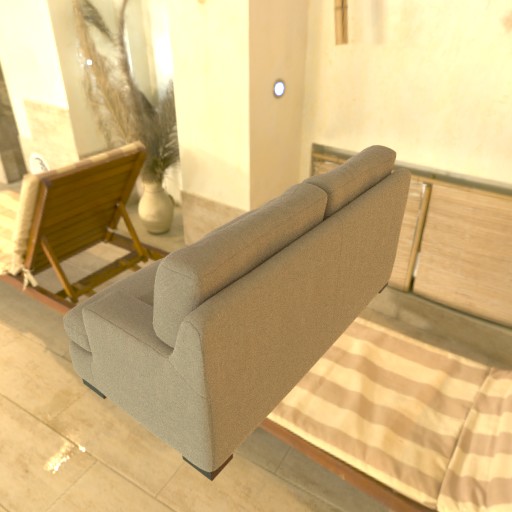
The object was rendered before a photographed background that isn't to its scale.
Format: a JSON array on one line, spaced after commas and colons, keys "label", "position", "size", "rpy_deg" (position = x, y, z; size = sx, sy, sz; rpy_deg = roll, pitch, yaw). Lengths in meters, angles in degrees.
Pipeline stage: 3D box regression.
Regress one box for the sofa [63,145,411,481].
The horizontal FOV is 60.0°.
[{"label": "sofa", "position": [0.000, 0.000, 2.407], "size": [0.962, 0.980, 1.855], "rpy_deg": [21, 36, 31]}]
